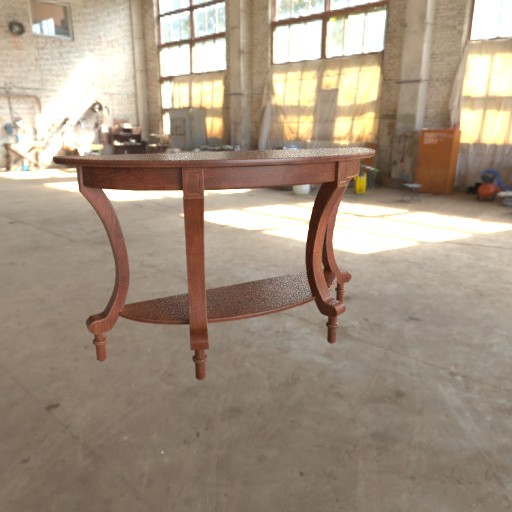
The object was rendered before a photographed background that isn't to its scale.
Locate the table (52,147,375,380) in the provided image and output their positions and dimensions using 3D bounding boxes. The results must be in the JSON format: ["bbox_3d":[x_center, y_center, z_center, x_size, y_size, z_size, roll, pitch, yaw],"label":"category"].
[{"bbox_3d":[0.000,0.000,1.556,1.198,0.699,0.394,-9,19,-27],"label":"table"}]
